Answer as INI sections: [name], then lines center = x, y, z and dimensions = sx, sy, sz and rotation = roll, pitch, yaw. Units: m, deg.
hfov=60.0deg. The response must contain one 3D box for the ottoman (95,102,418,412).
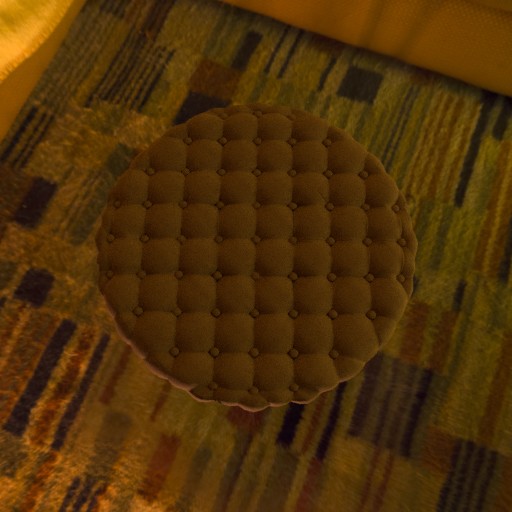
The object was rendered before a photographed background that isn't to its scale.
[ottoman]
center = 0.000, 0.000, 1.522
dimensions = 0.998, 0.399, 0.998
rotation = 0, 74, 0
